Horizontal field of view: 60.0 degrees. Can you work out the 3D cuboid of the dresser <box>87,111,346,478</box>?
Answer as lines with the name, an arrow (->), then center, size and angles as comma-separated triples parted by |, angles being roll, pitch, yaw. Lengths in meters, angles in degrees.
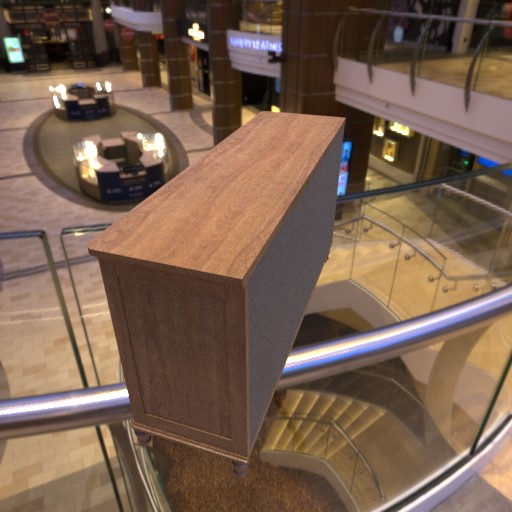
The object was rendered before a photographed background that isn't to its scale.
dresser -> 0.000, 0.000, 2.018 | 0.468, 0.892, 1.583 | 10, 33, 16
